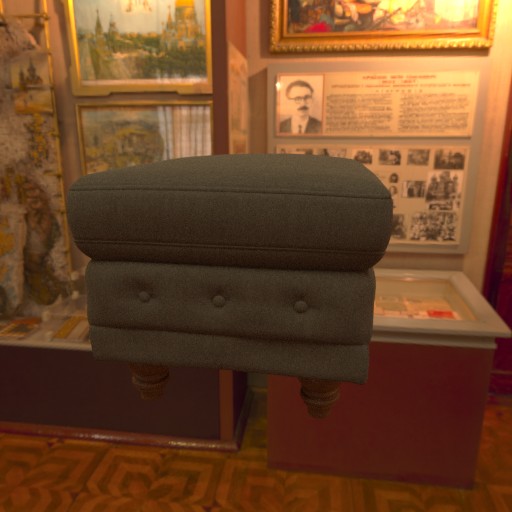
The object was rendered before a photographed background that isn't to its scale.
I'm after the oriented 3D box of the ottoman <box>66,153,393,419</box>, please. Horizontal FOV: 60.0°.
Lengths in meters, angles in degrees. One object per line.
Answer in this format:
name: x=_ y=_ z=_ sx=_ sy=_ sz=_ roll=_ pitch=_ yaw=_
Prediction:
ottoman: x=0.000 y=0.000 z=1.129 sx=0.569 sy=0.500 sz=0.771 roll=3 pitch=15 yaw=9
